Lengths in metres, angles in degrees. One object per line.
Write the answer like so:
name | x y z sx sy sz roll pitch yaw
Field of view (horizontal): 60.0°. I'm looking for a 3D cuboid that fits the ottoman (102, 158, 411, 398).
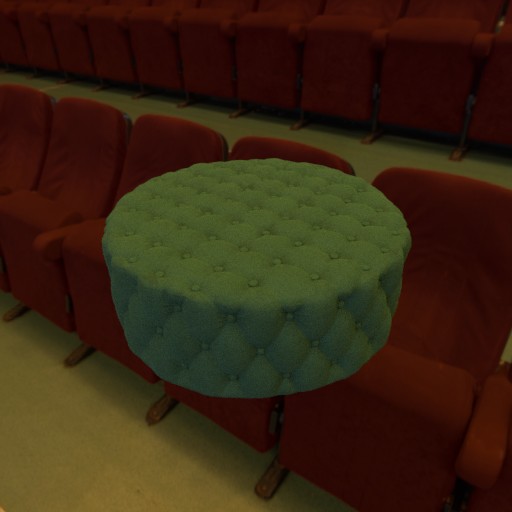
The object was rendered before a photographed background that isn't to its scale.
ottoman | 0.000 0.000 1.551 0.998 0.399 0.998 0 33 0
